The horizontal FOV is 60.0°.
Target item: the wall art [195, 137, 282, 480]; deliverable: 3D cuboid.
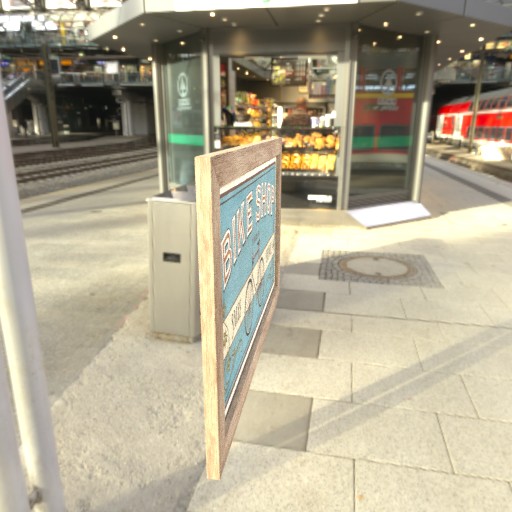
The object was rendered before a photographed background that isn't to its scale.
[{"bbox_3d":[0.000,0.000,0.973,0.021,0.480,0.780,3,17,9],"label":"wall art"}]
